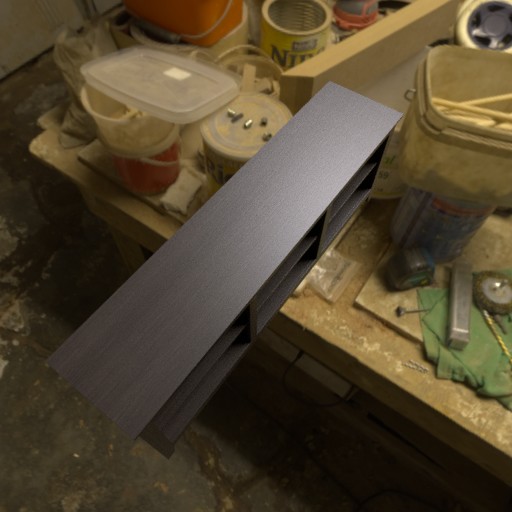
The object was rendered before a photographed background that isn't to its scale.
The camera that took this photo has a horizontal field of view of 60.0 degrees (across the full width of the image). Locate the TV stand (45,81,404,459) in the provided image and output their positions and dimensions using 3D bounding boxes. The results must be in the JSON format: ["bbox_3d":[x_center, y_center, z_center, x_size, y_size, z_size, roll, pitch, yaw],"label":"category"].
[{"bbox_3d":[0.000,0.000,2.024,0.406,0.610,1.778,32,64,18],"label":"TV stand"}]
